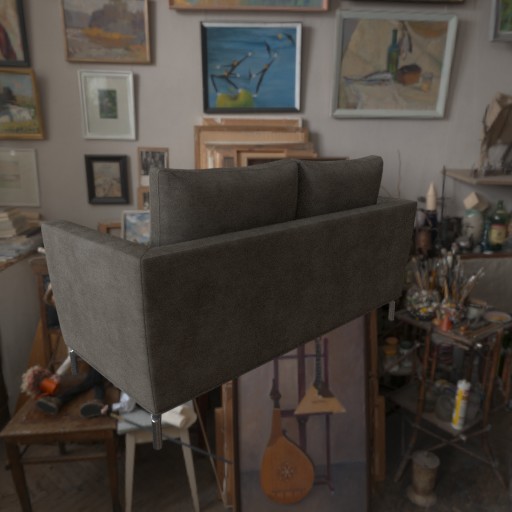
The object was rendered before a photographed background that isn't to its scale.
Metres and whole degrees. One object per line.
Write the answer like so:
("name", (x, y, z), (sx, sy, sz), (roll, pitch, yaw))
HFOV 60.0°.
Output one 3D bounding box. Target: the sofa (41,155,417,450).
("sofa", (0.000, 0.000, 2.319), (1.832, 1.013, 0.855), (-14, 21, -42))
